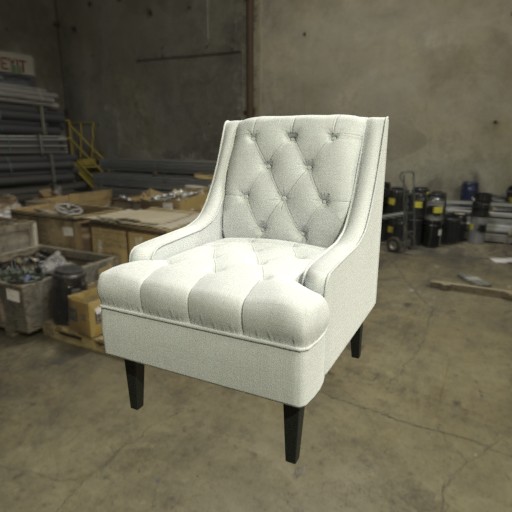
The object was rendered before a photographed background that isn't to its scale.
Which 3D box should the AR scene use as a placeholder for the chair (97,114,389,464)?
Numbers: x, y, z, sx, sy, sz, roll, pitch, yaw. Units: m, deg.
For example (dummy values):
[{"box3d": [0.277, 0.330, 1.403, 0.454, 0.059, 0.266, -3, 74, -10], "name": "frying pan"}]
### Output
[{"box3d": [0.000, 0.000, 1.415, 0.658, 0.891, 0.772, 7, 16, 26], "name": "chair"}]
